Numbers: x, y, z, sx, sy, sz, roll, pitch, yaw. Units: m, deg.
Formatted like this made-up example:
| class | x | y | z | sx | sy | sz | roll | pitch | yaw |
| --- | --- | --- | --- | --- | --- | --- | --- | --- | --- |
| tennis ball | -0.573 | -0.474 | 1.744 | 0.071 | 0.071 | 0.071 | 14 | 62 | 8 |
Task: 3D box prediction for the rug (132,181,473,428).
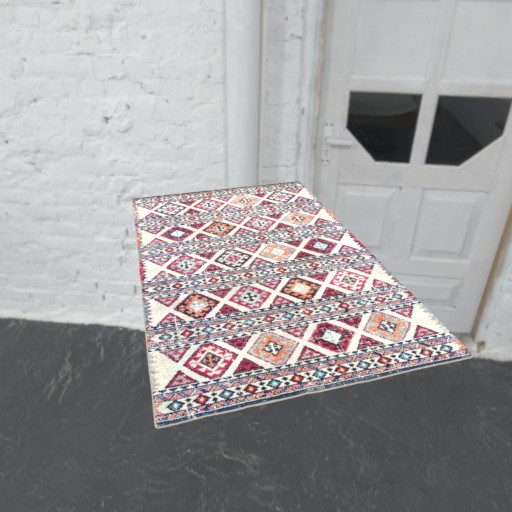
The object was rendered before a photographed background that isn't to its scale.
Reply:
| class | x | y | z | sx | sy | sz | roll | pitch | yaw |
| --- | --- | --- | --- | --- | --- | --- | --- | --- | --- |
| rug | 0.000 | 0.000 | 2.991 | 1.545 | 0.010 | 2.440 | -8 | 32 | -13 |
